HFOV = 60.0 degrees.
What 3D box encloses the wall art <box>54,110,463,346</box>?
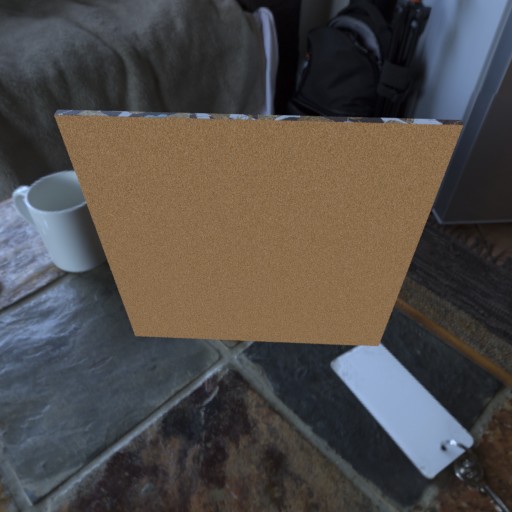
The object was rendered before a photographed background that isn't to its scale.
[{"bbox_3d":[0.000,0.000,0.589,0.404,0.406,0.010,2,47,2],"label":"wall art"}]
